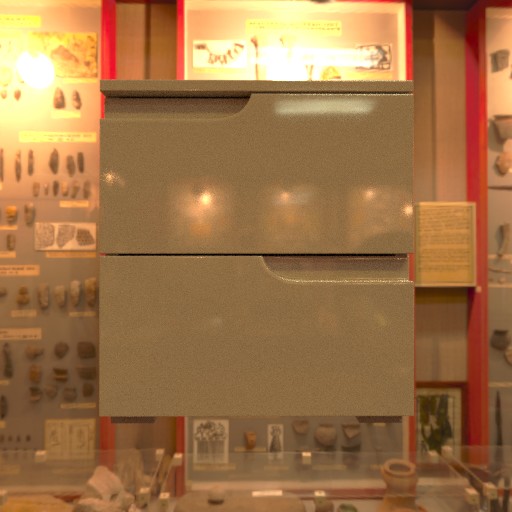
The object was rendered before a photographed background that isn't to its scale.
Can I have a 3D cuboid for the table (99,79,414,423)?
[{"bbox_3d":[0.000,0.000,0.792,0.420,0.470,0.400,0,0,0],"label":"table"}]
